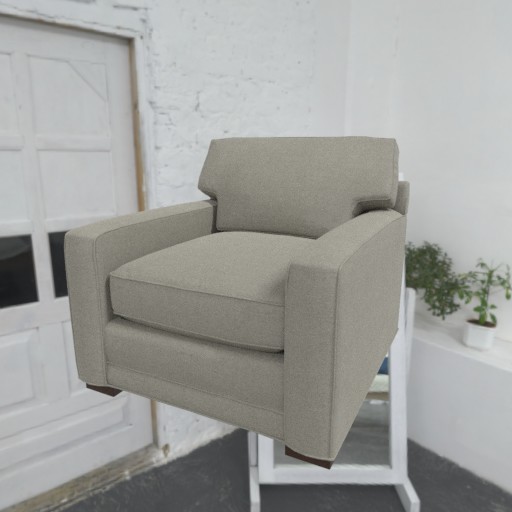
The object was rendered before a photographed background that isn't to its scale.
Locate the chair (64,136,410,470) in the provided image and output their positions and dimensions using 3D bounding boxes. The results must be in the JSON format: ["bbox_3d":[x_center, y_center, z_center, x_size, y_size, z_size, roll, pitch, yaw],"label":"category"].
[{"bbox_3d":[0.000,0.000,1.776,0.999,0.934,1.044,7,16,26],"label":"chair"}]
